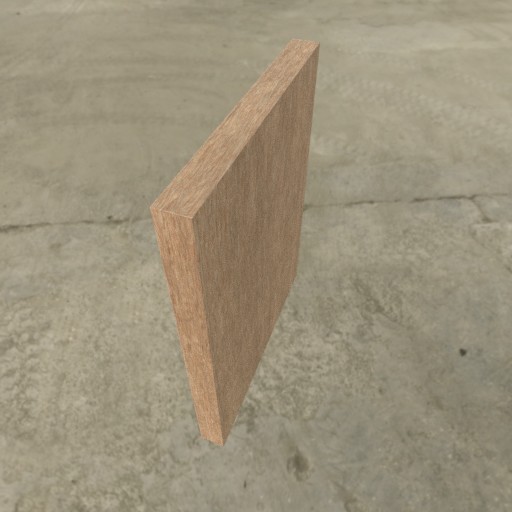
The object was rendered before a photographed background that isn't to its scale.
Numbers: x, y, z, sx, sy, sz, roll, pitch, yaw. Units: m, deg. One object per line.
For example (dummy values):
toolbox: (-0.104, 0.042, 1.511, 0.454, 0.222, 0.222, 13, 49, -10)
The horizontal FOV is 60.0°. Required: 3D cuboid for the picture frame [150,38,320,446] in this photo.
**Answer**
picture frame: (0.000, 0.000, 0.722, 0.043, 0.526, 0.424, 15, 48, 14)
